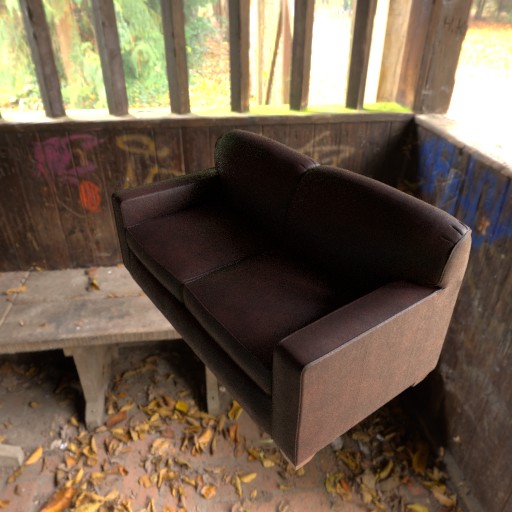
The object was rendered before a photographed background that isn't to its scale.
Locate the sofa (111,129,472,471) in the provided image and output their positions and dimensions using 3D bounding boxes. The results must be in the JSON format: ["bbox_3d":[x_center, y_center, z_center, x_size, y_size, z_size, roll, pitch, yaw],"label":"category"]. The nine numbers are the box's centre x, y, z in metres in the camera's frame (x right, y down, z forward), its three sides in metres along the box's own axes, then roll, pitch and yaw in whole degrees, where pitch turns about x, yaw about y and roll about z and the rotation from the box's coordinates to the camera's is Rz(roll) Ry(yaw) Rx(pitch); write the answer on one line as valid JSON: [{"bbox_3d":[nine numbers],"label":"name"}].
[{"bbox_3d":[0.000,0.000,2.451,1.000,0.966,1.856,-21,37,-30],"label":"sofa"}]
